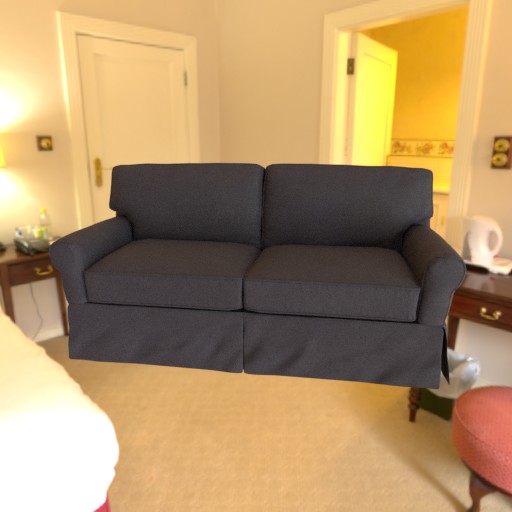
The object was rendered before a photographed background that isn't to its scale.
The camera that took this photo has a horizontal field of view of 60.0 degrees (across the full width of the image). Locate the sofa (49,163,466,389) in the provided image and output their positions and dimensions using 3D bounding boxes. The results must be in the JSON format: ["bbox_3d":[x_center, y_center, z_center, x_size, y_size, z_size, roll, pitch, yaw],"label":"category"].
[{"bbox_3d":[0.000,0.000,2.756,2.256,1.094,0.983,2,15,9],"label":"sofa"}]
